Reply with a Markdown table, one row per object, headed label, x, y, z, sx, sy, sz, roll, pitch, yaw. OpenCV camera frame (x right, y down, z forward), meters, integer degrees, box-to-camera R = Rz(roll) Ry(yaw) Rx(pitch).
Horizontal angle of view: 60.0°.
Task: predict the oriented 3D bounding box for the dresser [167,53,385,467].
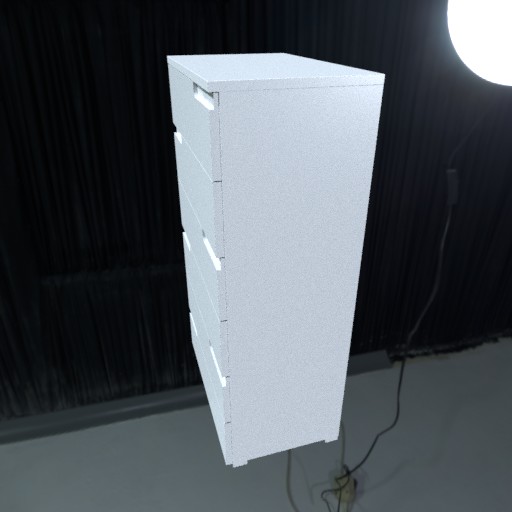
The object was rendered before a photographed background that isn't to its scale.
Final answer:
| label | x | y | z | sx | sy | sz | roll | pitch | yaw |
| --- | --- | --- | --- | --- | --- | --- | --- | --- | --- |
| dresser | 0.000 | 0.000 | 1.487 | 0.400 | 1.190 | 0.650 | -8 | 30 | -15 |
